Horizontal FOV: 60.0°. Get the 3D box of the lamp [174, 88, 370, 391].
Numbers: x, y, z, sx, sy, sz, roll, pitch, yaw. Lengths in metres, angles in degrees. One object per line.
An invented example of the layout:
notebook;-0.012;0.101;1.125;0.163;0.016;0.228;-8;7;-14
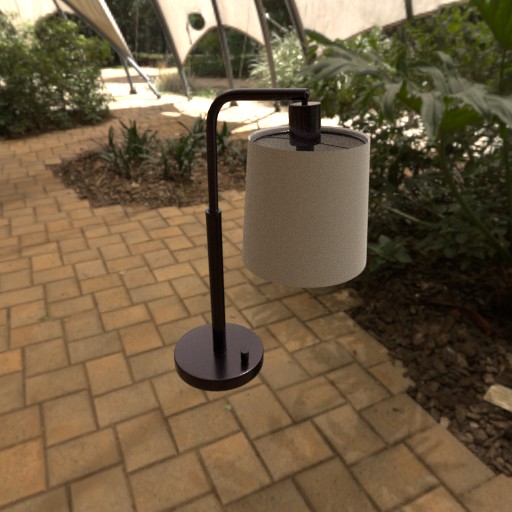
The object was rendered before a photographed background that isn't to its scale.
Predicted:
lamp;0.000;0.000;0.672;0.333;0.489;0.171;18;33;31
